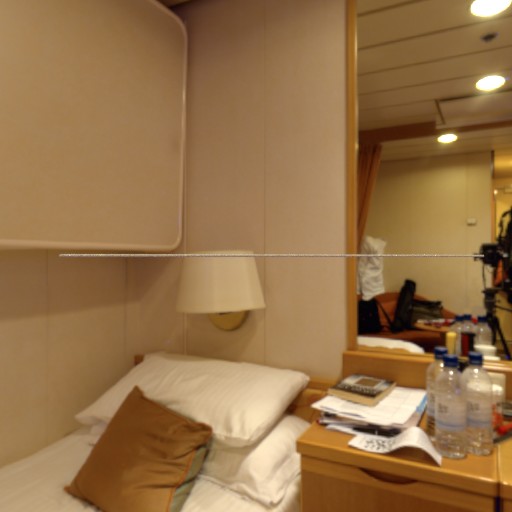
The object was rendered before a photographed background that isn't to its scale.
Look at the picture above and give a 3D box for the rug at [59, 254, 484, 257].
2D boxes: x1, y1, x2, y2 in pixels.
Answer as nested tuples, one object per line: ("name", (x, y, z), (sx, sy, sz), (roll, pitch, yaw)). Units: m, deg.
("rug", (0.000, 0.000, 3.741), (2.878, 0.014, 2.005), (0, 0, -19))
